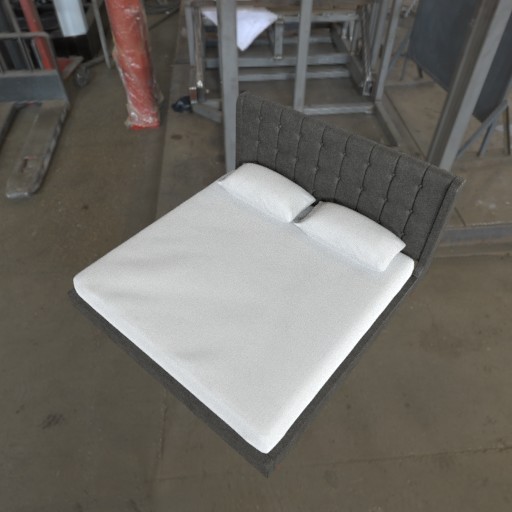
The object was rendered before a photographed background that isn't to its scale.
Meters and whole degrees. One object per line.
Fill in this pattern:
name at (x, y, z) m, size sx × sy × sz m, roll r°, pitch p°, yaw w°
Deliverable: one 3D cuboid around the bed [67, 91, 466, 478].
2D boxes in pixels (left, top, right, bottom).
bed at (0.000, 0.000, 3.185) m, size 1.903 × 1.158 × 2.031 m, roll 31°, pitch 54°, yaw 26°
